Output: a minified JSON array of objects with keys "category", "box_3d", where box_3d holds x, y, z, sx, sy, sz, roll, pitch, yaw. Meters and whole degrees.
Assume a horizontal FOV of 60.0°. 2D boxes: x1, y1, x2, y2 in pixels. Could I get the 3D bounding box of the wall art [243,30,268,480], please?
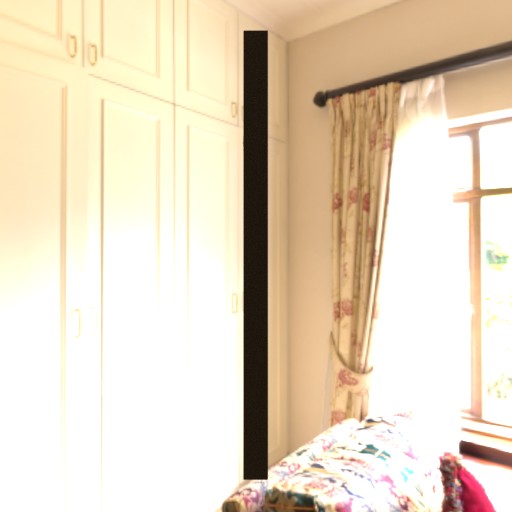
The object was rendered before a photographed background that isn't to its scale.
[{"category":"wall art","box_3d":[0.000,0.000,1.126,0.044,0.758,0.758,0,0,0]}]
